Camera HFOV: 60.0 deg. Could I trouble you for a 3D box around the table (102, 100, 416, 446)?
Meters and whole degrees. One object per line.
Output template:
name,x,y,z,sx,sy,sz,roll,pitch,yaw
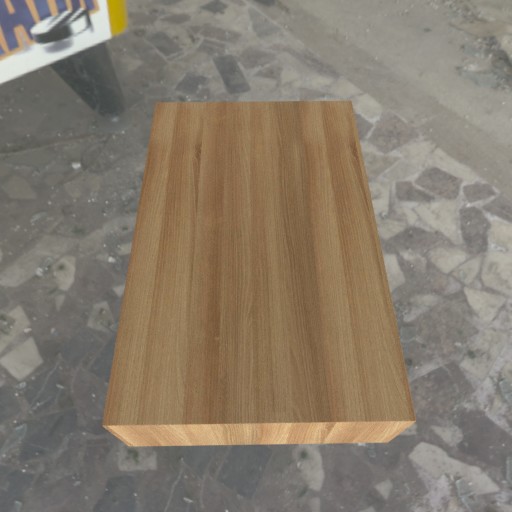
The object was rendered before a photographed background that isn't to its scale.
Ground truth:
table,0.000,0.000,1.423,0.700,0.330,1.100,-1,57,0
